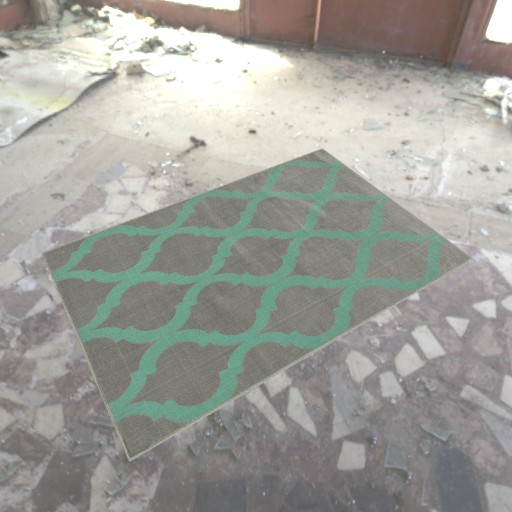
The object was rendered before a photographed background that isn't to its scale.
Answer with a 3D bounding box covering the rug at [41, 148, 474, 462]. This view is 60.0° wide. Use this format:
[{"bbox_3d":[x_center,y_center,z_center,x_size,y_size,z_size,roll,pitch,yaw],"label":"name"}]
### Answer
[{"bbox_3d":[0.000,0.000,2.813,2.286,0.006,1.524,-25,50,-22],"label":"rug"}]
